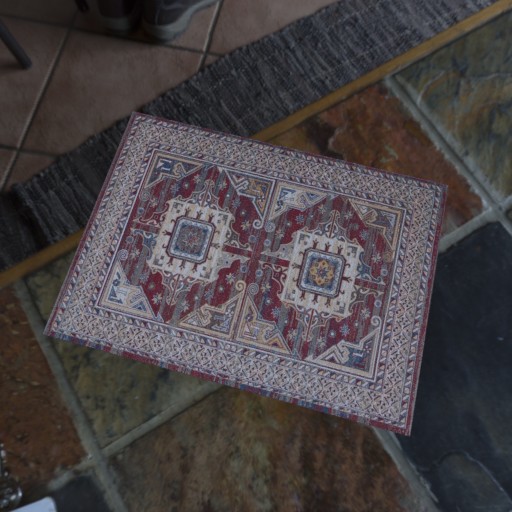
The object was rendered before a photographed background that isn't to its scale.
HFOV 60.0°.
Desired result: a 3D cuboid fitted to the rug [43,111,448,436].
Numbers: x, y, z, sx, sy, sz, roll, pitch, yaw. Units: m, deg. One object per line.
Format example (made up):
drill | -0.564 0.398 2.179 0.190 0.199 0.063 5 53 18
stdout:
rug | 0.000 0.000 2.792 2.210 0.011 1.599 14 73 4
